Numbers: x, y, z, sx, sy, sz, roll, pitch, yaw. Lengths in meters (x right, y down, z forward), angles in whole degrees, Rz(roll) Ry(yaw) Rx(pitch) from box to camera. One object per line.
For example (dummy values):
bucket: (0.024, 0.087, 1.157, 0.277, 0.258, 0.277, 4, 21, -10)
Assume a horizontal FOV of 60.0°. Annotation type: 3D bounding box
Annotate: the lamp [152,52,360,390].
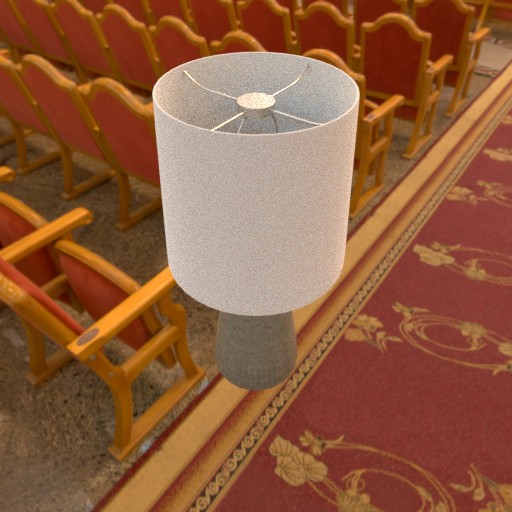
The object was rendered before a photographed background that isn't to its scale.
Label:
lamp: (0.000, 0.000, 0.480, 0.186, 0.369, 0.186, 0, 43, 0)
